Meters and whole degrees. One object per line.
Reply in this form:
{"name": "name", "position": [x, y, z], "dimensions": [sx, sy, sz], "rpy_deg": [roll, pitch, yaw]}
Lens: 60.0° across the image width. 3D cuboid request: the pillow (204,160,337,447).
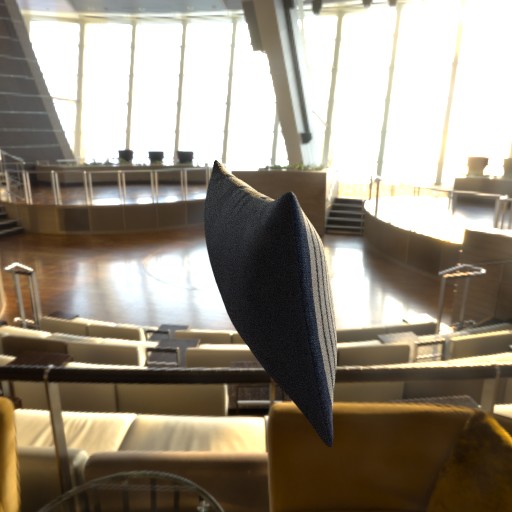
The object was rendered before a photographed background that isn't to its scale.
{"name": "pillow", "position": [0.000, 0.000, 0.746], "dimensions": [0.156, 0.292, 0.608], "rpy_deg": [-3, 16, -11]}
